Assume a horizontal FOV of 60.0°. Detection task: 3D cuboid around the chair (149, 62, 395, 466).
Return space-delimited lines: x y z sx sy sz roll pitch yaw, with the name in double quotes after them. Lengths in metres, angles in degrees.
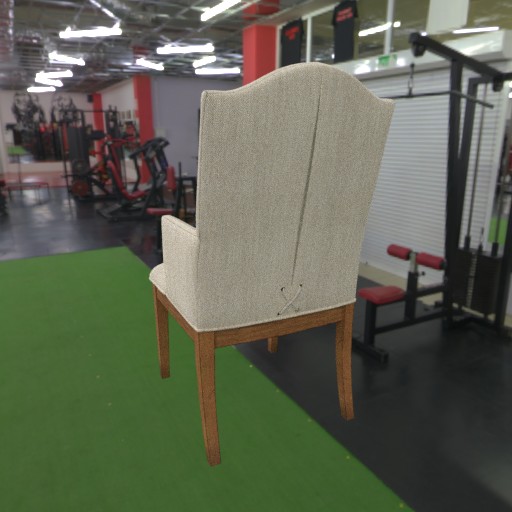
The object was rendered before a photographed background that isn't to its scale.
0.000 0.000 1.350 0.533 1.016 0.641 -7 17 -25 "chair"
